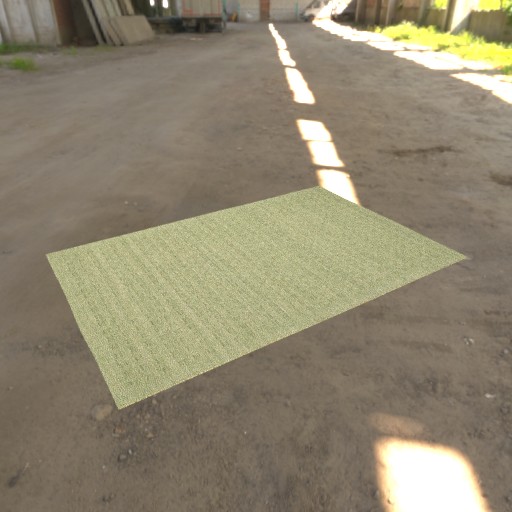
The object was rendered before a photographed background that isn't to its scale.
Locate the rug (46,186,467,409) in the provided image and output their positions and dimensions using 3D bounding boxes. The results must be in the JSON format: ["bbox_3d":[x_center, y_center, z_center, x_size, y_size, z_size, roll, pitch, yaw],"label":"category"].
[{"bbox_3d":[0.000,0.000,2.191,1.747,0.006,1.143,-18,34,-28],"label":"rug"}]
